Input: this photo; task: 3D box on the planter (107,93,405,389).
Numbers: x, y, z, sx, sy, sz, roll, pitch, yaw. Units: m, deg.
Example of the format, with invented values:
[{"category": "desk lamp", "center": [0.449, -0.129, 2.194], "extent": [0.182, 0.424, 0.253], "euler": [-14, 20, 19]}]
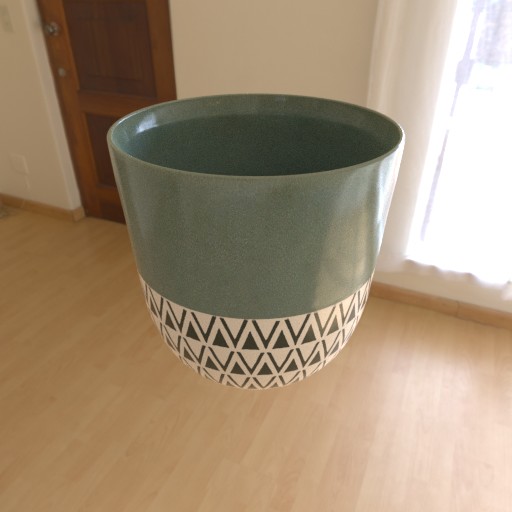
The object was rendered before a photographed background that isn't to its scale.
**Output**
[{"category": "planter", "center": [0.000, 0.000, 0.362], "extent": [0.198, 0.214, 0.198], "euler": [0, 32, 0]}]
